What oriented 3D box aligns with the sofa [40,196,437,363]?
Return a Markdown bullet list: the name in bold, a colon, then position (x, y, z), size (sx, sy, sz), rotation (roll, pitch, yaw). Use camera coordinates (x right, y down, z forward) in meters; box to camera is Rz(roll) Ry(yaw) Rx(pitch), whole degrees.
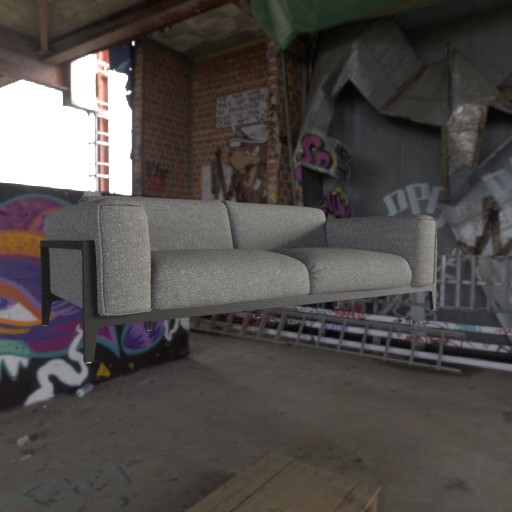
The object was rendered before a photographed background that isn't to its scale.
- **sofa**: position (0.000, 0.000, 2.543), size (2.125, 0.703, 0.985), rotation (-1, 2, -35)
